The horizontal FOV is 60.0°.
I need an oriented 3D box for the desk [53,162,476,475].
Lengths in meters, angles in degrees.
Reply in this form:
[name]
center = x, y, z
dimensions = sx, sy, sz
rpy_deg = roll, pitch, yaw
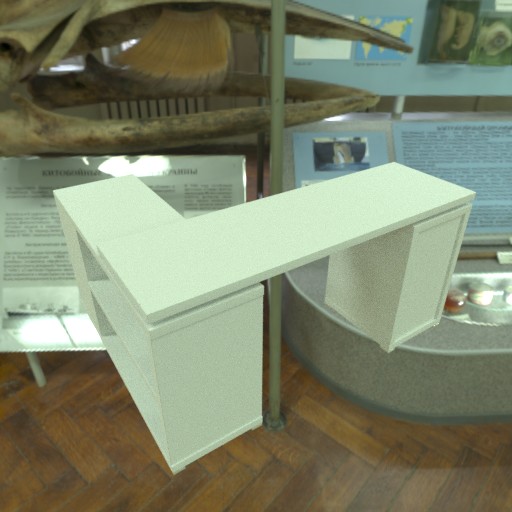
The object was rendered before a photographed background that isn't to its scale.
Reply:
[desk]
center = 0.000, 0.000, 2.207
dimensions = 1.524, 0.753, 1.200
rpy_deg = -19, 36, -28
